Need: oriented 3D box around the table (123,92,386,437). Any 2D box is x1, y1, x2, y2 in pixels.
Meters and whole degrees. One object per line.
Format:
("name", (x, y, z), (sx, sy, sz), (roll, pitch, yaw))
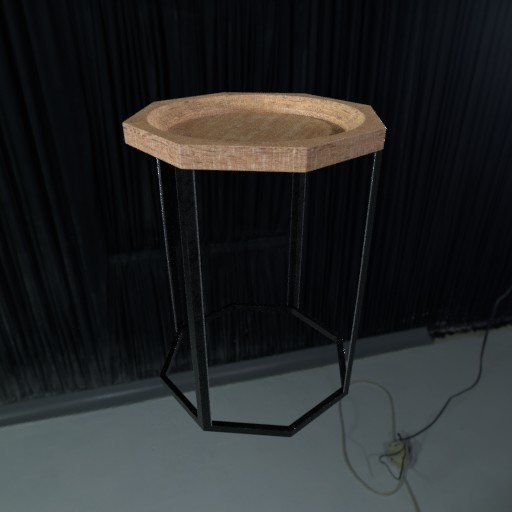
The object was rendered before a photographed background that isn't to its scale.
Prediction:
("table", (0.000, 0.000, 0.885), (0.437, 0.553, 0.437), (-9, 31, -15))
